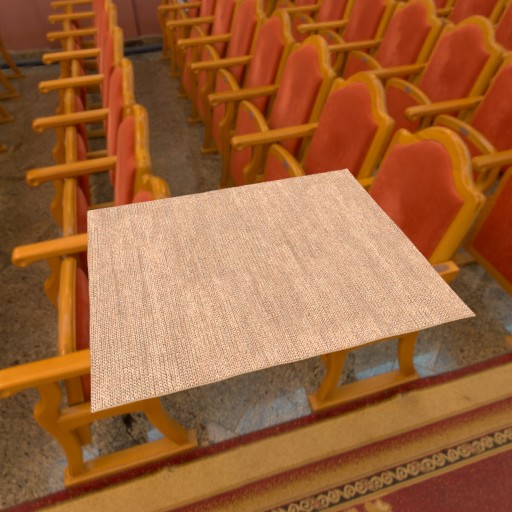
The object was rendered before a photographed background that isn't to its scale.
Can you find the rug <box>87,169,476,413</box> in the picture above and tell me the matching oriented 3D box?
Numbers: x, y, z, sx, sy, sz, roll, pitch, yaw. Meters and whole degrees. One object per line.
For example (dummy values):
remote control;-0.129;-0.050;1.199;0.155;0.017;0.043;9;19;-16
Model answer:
rug;0.000;0.000;4.184;3.052;0.030;2.429;-11;43;-12
